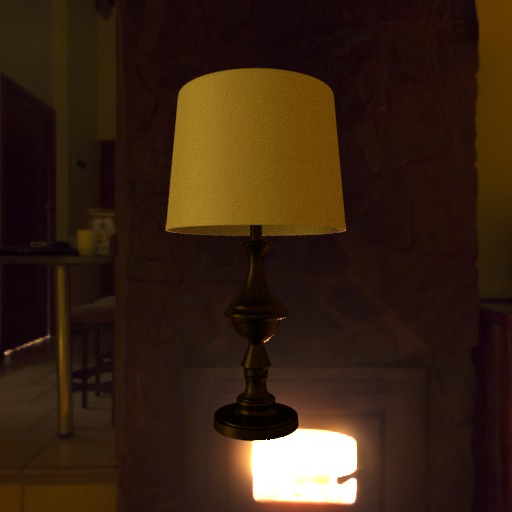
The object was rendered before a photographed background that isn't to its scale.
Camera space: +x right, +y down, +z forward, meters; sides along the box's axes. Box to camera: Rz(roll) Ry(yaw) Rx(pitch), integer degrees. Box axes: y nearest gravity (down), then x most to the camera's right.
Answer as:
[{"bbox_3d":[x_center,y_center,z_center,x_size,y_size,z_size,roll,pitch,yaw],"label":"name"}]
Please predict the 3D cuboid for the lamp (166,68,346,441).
[{"bbox_3d":[0.000,0.000,0.960,0.383,0.726,0.383,0,0,0],"label":"lamp"}]
